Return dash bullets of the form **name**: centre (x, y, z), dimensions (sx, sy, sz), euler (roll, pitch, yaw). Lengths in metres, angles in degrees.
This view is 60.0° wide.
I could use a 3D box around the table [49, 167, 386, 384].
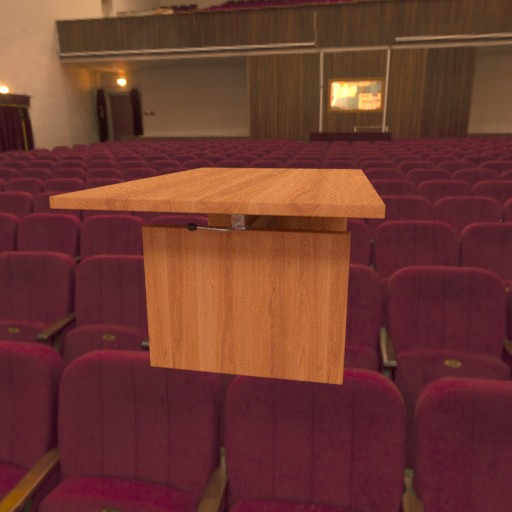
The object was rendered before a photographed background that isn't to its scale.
- **table**: centre (0.000, 0.000, 1.477), dimensions (0.700, 0.510, 1.100), euler (3, 15, 10)
